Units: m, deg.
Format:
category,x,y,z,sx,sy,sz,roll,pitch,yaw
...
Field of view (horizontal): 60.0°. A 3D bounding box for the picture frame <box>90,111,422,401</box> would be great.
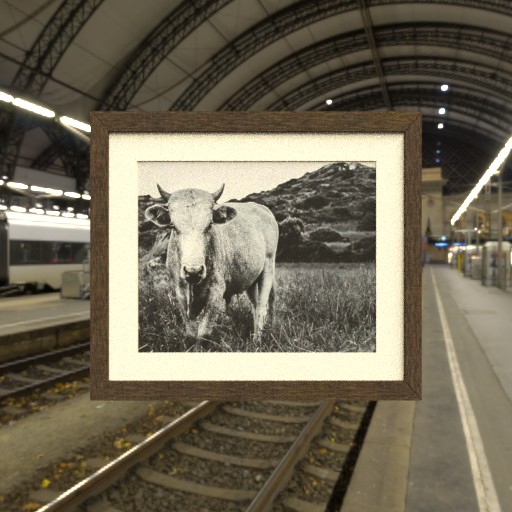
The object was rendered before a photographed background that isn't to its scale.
category,x,y,z,sx,sy,sz,roll,pitch,yaw
picture frame,0.000,0.000,0.522,0.378,0.330,0.033,0,0,0
